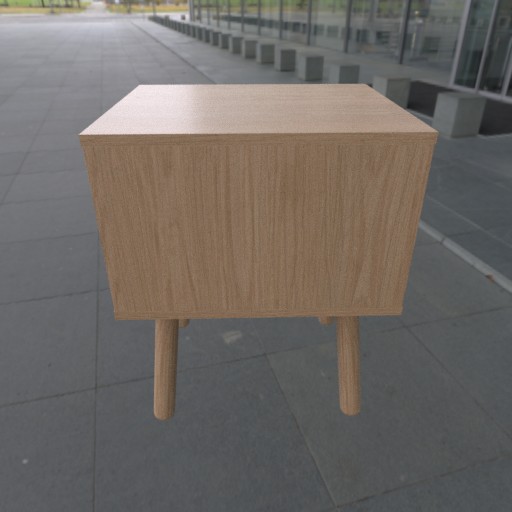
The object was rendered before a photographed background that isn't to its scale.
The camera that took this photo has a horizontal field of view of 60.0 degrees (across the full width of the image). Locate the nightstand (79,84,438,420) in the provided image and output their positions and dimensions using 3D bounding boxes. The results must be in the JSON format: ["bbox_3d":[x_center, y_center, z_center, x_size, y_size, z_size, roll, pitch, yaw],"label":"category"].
[{"bbox_3d":[0.000,0.000,0.860,0.450,0.571,0.380,-1,30,-1],"label":"nightstand"}]
